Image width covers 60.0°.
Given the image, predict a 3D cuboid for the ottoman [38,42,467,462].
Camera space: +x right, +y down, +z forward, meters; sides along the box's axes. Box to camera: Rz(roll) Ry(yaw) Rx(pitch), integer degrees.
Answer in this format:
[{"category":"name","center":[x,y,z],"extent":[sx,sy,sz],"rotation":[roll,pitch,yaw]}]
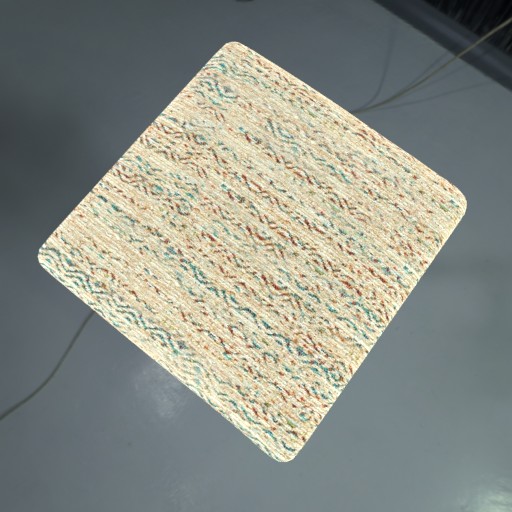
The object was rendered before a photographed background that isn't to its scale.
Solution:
[{"category":"ottoman","center":[0.000,0.000,0.889],"extent":[0.512,0.453,0.521],"rotation":[37,79,8]}]
